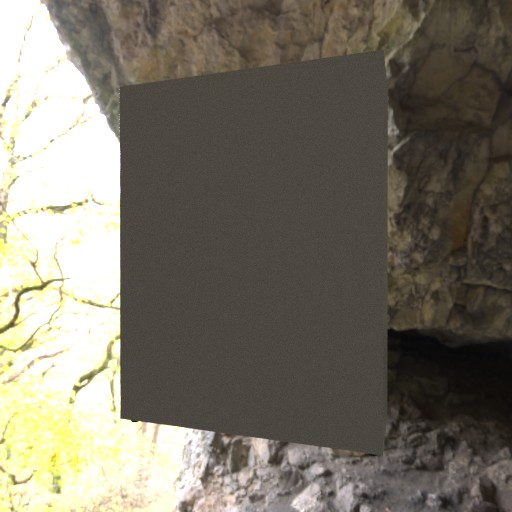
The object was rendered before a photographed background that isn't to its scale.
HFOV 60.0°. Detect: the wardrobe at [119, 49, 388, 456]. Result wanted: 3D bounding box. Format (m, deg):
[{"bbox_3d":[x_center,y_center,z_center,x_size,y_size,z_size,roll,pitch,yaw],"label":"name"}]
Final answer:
[{"bbox_3d":[0.000,0.000,1.600,0.900,1.200,0.360,0,0,19],"label":"wardrobe"}]
